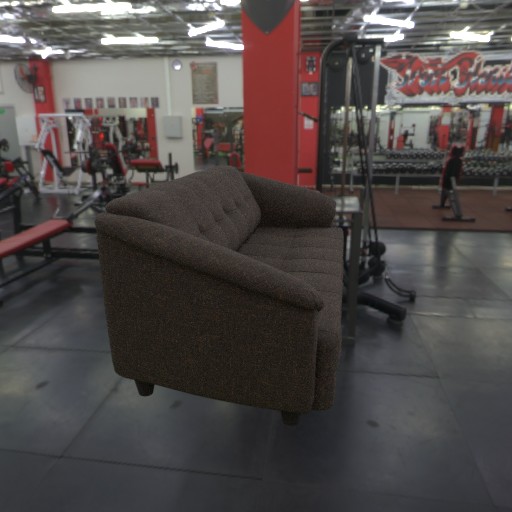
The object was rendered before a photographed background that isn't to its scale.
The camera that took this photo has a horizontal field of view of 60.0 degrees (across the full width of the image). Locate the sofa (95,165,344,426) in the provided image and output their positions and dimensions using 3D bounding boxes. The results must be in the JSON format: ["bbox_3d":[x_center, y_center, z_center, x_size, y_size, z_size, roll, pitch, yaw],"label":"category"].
[{"bbox_3d":[0.000,0.000,2.263,0.887,0.790,1.849,3,17,11],"label":"sofa"}]
